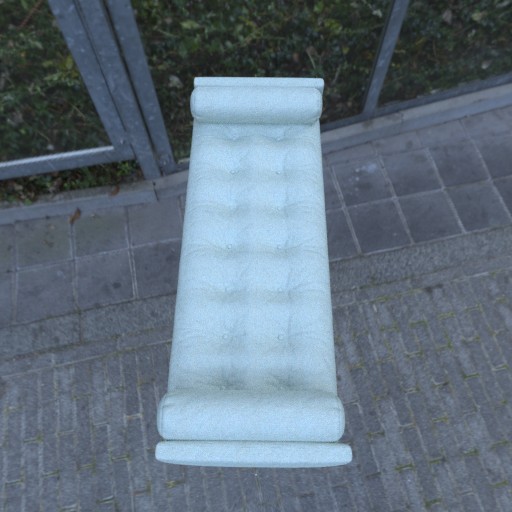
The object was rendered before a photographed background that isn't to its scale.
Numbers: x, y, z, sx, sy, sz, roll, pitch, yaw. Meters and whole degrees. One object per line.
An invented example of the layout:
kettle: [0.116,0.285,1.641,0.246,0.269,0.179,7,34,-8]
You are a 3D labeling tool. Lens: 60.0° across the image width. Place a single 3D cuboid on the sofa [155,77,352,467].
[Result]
sofa: [0.000,0.000,2.441,0.796,0.705,2.102,1,64,0]
